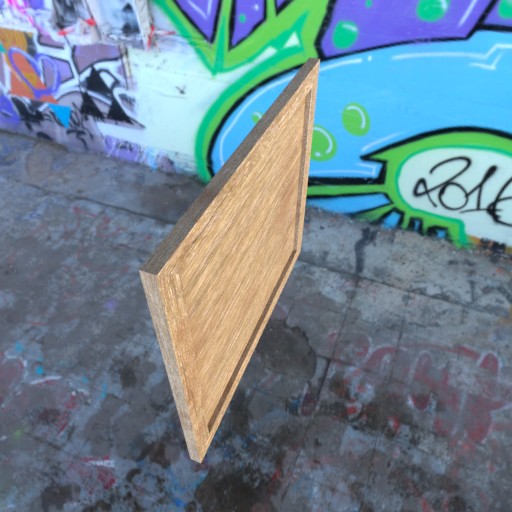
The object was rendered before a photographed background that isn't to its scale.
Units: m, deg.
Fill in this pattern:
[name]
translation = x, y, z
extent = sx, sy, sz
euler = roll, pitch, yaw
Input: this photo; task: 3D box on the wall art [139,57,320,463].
[wall art]
translation = 0.000, 0.000, 0.956
extent = 0.026, 0.588, 0.690
euler = 16, 47, 15
